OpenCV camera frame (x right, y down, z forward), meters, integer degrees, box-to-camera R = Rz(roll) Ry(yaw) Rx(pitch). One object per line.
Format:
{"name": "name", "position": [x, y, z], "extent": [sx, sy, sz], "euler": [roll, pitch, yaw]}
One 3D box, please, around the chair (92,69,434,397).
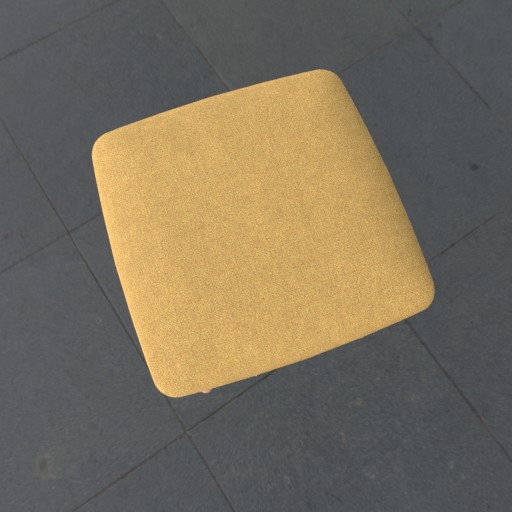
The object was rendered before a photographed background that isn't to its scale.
{"name": "chair", "position": [0.000, 0.000, 0.705], "extent": [0.350, 0.440, 0.350], "euler": [-18, 76, -5]}
